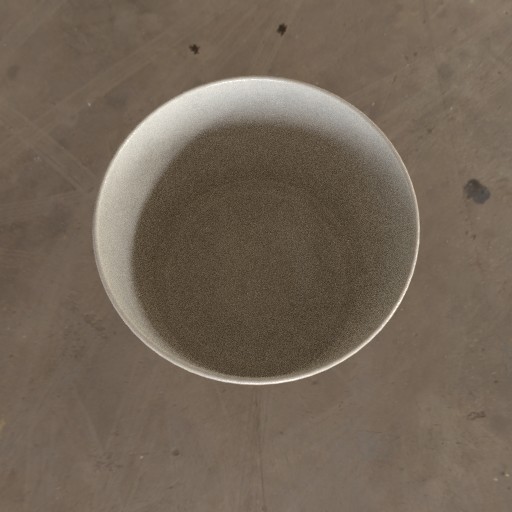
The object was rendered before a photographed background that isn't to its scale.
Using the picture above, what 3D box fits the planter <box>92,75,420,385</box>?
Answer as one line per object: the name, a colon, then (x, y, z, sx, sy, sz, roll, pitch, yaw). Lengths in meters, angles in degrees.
planter: (0.000, 0.000, 0.453, 0.250, 0.239, 0.250, 0, 75, 0)
